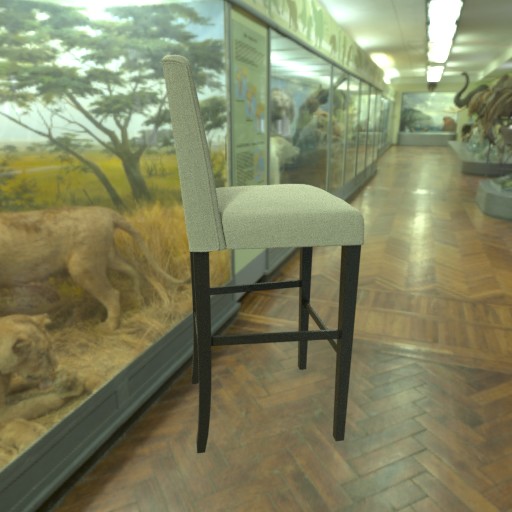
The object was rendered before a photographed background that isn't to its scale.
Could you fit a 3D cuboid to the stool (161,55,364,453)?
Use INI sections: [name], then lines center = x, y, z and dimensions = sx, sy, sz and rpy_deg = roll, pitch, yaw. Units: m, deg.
[stool]
center = 0.000, 0.000, 1.399
dimensions = 0.509, 1.116, 0.474
rpy_deg = -3, 18, -10
